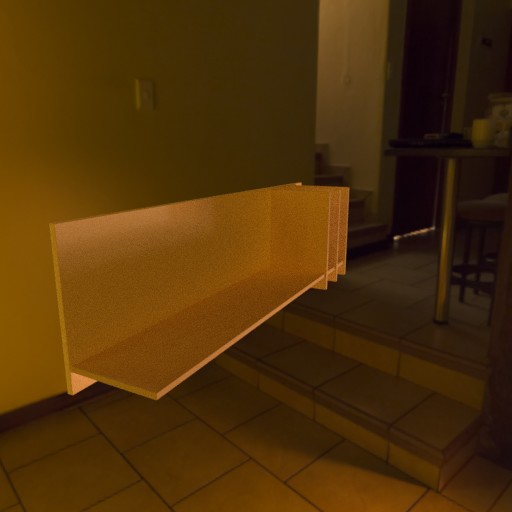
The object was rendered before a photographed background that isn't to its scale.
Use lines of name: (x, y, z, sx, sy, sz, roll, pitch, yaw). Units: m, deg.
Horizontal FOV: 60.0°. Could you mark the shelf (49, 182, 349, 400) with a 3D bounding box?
shelf: (0.000, 0.000, 1.128, 0.200, 0.300, 1.020, 7, 15, 27)
